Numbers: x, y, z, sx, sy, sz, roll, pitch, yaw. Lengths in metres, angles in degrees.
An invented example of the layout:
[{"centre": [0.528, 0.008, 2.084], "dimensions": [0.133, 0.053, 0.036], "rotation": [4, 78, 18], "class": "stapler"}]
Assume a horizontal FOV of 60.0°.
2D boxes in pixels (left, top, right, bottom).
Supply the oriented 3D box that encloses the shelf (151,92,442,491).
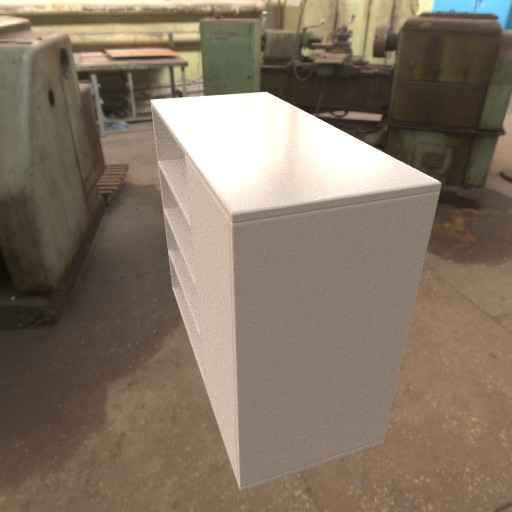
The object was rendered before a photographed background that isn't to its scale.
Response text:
[{"centre": [0.000, 0.000, 1.291], "dimensions": [0.396, 0.732, 0.895], "rotation": [-10, 32, -17], "class": "shelf"}]
